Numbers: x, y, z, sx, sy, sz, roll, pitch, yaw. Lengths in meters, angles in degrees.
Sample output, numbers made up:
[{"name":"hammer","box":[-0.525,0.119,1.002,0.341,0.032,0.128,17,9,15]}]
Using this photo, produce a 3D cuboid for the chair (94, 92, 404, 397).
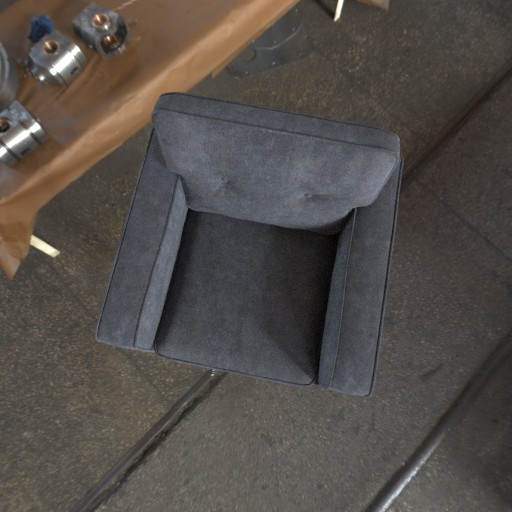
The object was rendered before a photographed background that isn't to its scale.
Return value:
[{"name":"chair","box":[0.000,0.000,1.796,1.015,0.965,0.939,11,76,3]}]
